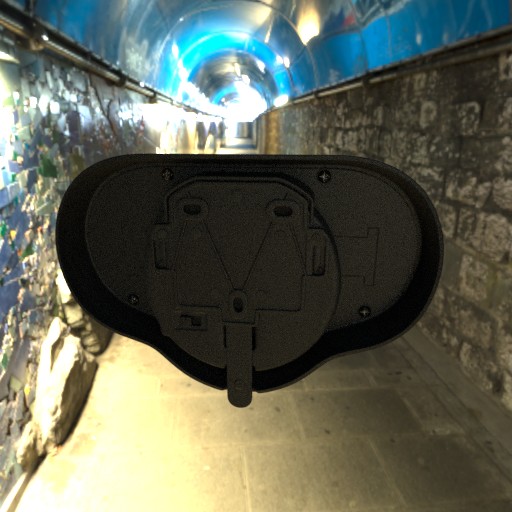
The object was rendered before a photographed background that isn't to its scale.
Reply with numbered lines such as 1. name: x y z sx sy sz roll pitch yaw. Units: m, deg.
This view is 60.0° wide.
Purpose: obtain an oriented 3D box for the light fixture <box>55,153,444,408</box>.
1. light fixture: 0.000 0.000 0.337 0.229 0.159 0.159 2 16 7
